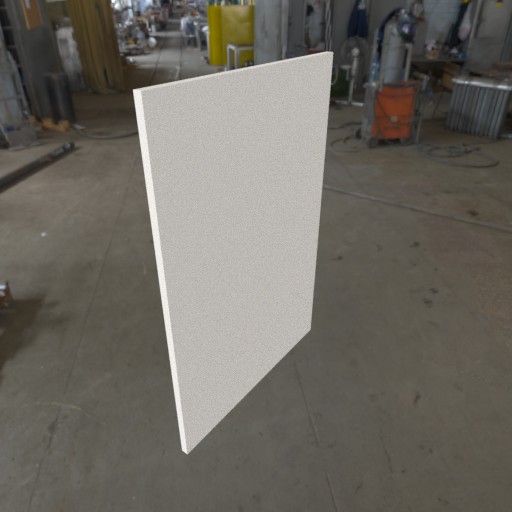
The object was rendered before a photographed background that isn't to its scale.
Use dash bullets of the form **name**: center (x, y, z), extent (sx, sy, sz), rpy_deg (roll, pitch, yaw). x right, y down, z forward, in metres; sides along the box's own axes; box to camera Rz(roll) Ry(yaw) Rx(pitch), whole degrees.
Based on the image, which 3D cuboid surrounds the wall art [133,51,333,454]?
- **wall art**: center (0.000, 0.000, 0.598), extent (0.010, 0.474, 0.325), rpy_deg (21, 37, 31)
